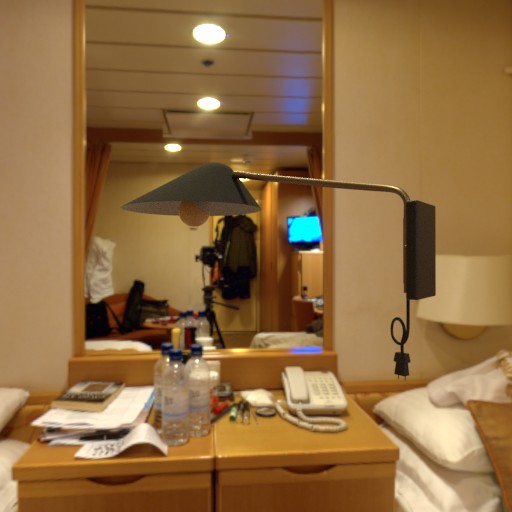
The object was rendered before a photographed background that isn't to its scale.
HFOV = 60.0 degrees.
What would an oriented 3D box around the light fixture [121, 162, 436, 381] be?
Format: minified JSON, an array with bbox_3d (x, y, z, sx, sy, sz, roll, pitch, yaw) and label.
[{"bbox_3d":[0.000,0.000,0.689,0.516,0.312,0.240,0,0,37],"label":"light fixture"}]
